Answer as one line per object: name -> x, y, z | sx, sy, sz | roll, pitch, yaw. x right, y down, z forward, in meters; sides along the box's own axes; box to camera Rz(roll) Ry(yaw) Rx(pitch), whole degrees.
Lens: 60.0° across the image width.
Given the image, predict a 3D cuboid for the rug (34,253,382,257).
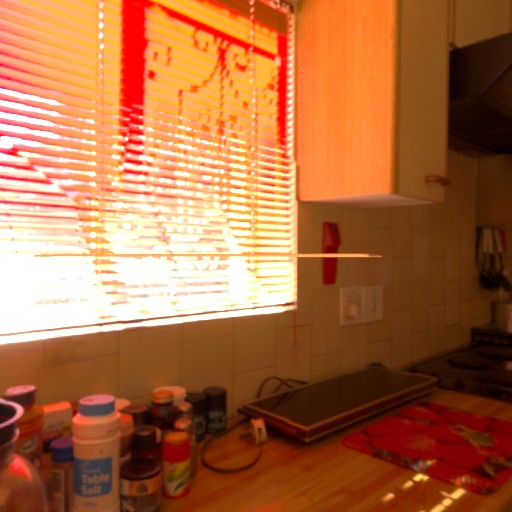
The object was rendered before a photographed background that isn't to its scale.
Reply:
rug -> 0.000, 0.000, 2.858 | 1.524, 0.013, 2.134 | 0, 0, 17
